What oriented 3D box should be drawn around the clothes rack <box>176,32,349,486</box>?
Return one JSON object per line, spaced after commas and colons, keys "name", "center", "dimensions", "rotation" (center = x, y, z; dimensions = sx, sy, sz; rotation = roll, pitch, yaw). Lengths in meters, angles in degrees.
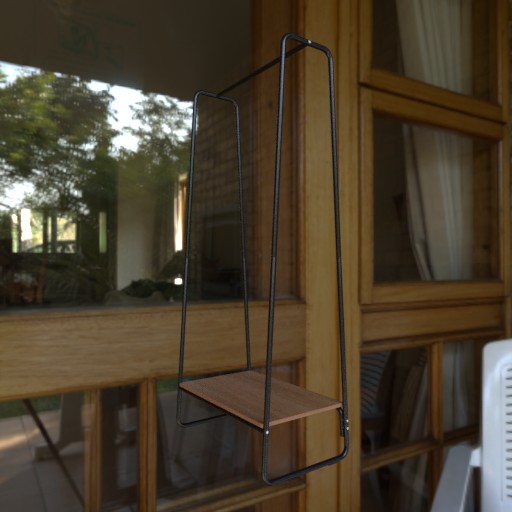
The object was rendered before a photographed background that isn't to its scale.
{"name": "clothes rack", "center": [0.000, 0.000, 1.787], "dimensions": [0.400, 1.500, 0.640], "rotation": [1, -1, -36]}
